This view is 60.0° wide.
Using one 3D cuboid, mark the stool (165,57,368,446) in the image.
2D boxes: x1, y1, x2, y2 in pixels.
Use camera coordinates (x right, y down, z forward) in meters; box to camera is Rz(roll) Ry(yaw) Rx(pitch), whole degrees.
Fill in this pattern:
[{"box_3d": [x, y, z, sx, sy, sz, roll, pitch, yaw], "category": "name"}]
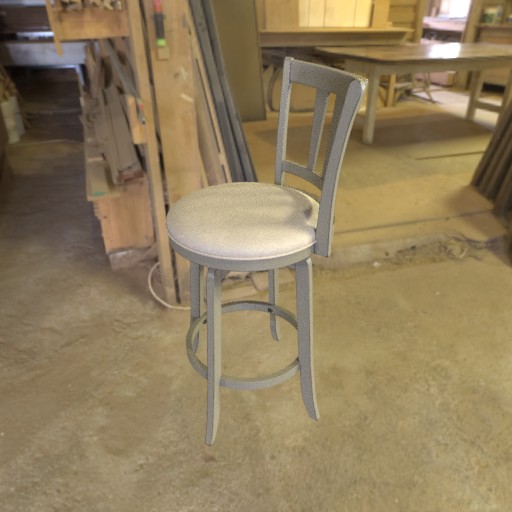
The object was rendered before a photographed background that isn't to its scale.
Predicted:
[{"box_3d": [0.000, 0.000, 1.265, 0.486, 0.994, 0.450, -8, 31, -13], "category": "stool"}]
